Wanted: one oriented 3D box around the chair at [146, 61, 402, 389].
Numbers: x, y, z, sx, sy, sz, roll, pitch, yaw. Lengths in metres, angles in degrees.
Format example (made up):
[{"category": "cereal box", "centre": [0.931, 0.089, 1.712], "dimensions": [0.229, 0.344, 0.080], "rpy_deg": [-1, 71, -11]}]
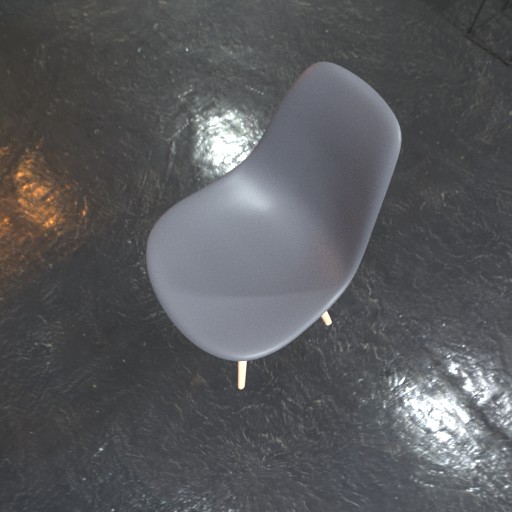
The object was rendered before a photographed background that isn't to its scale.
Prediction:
[{"category": "chair", "centre": [0.000, 0.000, 1.140], "dimensions": [0.533, 0.826, 0.470], "rpy_deg": [-34, 69, -15]}]
